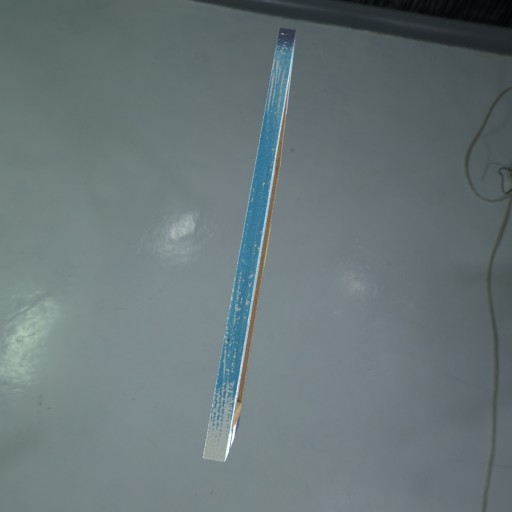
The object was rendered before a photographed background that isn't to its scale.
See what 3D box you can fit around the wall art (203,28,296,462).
[{"bbox_3d":[0.000,0.000,1.178,0.039,0.610,0.914,9,74,2],"label":"wall art"}]
